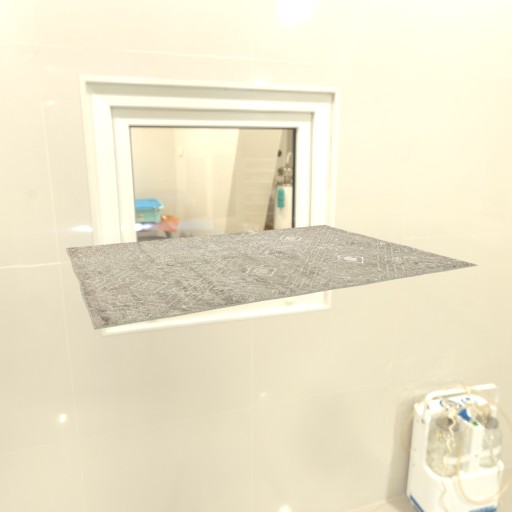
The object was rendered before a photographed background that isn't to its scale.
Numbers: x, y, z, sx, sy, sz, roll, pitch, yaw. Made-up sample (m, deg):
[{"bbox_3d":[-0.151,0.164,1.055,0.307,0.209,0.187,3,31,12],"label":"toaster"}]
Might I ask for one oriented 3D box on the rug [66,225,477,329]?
[{"bbox_3d":[0.000,0.000,4.419,3.359,0.020,2.448,-7,15,-25],"label":"rug"}]
